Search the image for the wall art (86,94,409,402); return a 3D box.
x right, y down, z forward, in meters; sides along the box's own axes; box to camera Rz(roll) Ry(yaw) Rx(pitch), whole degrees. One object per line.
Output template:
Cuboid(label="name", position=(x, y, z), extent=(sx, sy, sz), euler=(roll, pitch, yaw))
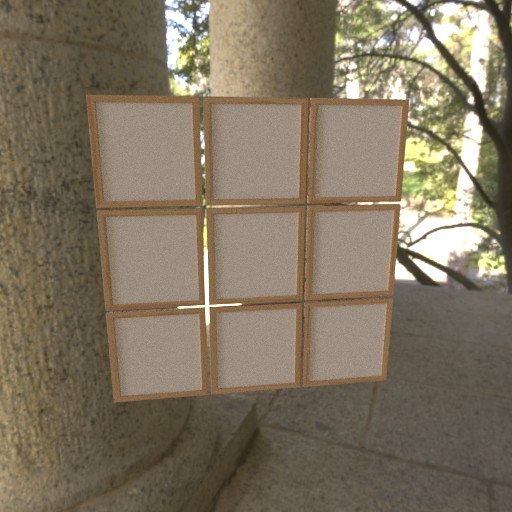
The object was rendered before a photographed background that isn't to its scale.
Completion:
Cuboid(label="wall art", position=(0.000, 0.000, 1.349), extent=(0.904, 0.913, 0.013), euler=(-2, 15, -8))
